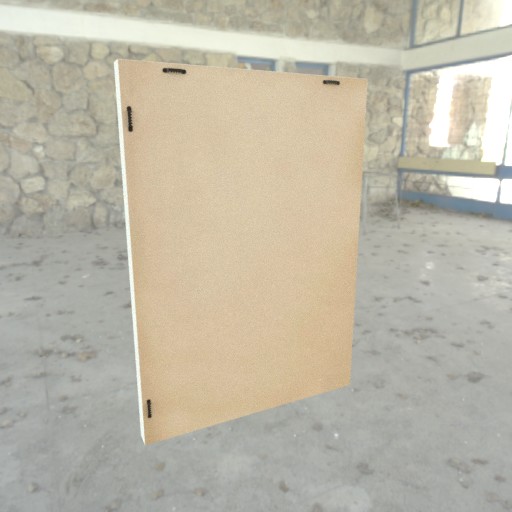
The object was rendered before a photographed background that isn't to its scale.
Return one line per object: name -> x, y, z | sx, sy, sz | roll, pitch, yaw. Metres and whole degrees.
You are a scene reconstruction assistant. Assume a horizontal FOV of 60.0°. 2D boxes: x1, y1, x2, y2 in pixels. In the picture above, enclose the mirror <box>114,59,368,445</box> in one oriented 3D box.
mirror -> 0.000, 0.000, 0.914 | 0.507, 0.710, 0.039 | -7, 16, -26
